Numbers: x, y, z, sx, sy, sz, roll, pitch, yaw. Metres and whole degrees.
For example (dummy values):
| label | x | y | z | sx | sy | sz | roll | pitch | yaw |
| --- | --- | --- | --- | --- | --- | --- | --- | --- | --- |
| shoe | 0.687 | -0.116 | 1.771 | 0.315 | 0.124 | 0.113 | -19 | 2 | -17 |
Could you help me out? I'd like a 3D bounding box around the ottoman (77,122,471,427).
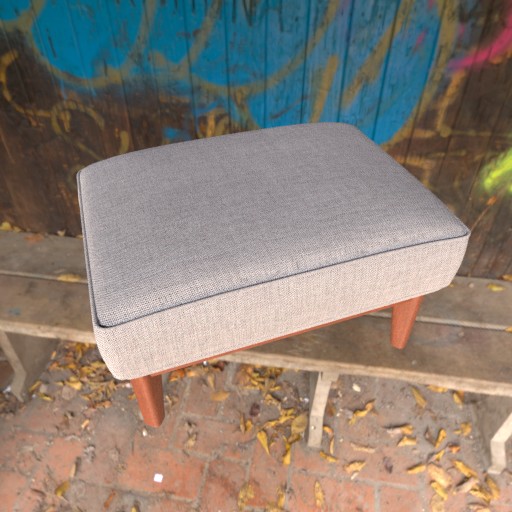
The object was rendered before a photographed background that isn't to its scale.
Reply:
| label | x | y | z | sx | sy | sz | roll | pitch | yaw |
| --- | --- | --- | --- | --- | --- | --- | --- | --- | --- |
| ottoman | 0.000 | 0.000 | 1.088 | 0.750 | 0.458 | 0.555 | -13 | 43 | -15 |
